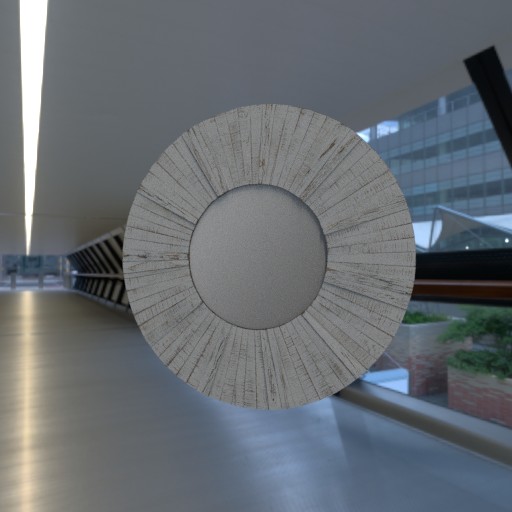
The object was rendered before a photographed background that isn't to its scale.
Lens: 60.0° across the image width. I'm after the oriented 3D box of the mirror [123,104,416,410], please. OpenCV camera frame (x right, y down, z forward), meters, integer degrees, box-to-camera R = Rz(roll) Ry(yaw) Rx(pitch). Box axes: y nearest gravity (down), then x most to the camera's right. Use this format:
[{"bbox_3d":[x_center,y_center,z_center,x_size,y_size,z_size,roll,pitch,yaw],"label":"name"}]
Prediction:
[{"bbox_3d":[0.000,0.000,1.349,0.914,0.914,0.038,0,-1,17],"label":"mirror"}]
